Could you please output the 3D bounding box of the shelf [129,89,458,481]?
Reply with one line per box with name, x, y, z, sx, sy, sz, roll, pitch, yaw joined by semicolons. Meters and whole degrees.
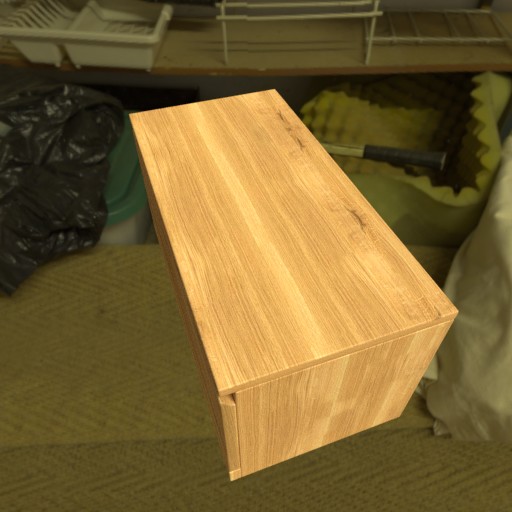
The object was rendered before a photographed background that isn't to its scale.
shelf;0.000;0.000;1.062;0.400;0.400;0.800;-15;49;-13
